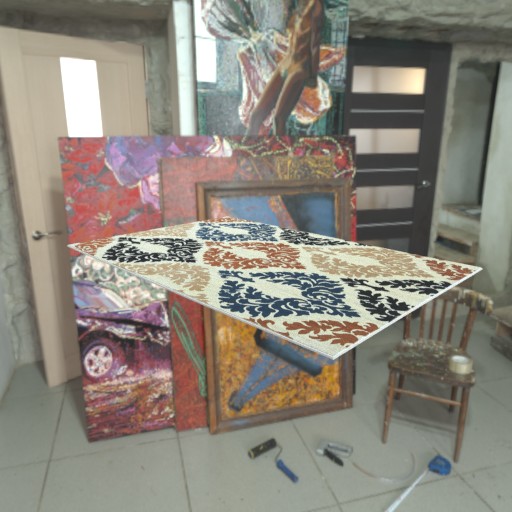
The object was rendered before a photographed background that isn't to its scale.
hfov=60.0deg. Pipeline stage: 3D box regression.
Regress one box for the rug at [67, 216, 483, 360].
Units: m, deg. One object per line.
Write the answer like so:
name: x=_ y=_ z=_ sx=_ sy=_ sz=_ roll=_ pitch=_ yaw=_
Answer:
rug: x=0.000 y=0.000 z=2.873 sx=2.275 sy=0.014 sz=1.514 roll=15 pitch=22 yaw=43
